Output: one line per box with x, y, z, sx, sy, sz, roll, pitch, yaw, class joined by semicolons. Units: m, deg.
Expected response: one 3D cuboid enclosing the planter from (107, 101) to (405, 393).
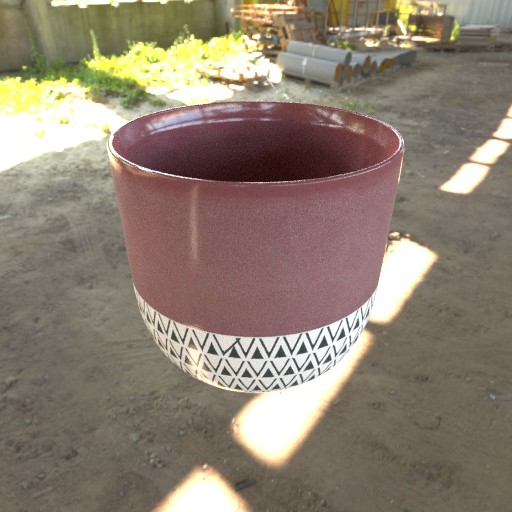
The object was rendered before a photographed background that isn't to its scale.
0.000;0.000;0.479;0.266;0.270;0.266;0;31;0;planter
